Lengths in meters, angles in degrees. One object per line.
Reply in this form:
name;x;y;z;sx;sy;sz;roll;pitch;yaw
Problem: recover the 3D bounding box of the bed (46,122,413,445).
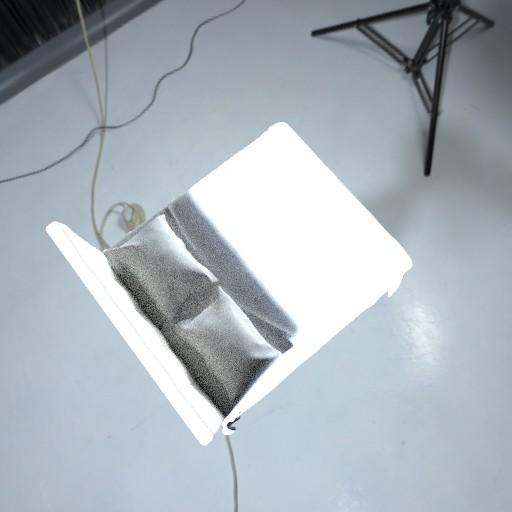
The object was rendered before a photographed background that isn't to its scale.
bed;0.000;0.000;3.492;2.222;1.577;1.936;-38;79;-9
